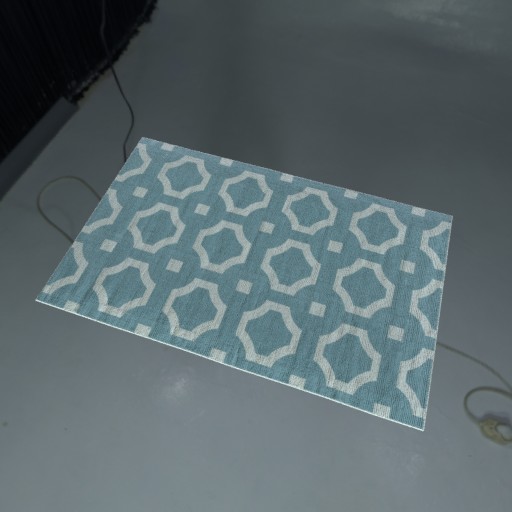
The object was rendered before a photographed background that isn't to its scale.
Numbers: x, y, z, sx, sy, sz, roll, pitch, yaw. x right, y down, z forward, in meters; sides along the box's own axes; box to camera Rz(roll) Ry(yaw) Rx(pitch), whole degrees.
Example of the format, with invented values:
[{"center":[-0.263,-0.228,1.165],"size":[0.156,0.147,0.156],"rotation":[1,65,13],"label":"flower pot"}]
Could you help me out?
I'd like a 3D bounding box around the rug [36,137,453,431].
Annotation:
[{"center":[0.000,0.000,2.983],"size":[2.443,0.015,1.528],"rotation":[16,60,10],"label":"rug"}]
